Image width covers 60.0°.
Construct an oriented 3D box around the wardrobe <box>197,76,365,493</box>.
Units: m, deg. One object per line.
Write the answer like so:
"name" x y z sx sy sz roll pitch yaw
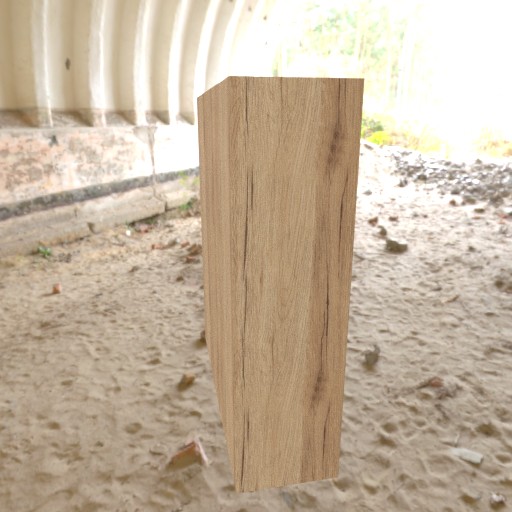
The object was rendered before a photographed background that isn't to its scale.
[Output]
"wardrobe" 0.000 0.000 2.959 0.580 2.070 1.810 -3 17 -11
